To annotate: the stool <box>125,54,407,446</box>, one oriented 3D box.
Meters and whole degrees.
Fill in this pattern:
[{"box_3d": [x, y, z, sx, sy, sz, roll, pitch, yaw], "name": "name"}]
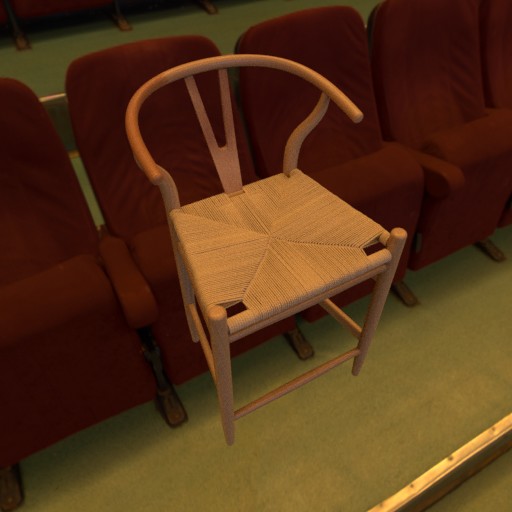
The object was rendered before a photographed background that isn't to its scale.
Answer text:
[{"box_3d": [0.000, 0.000, 1.277, 0.536, 0.923, 0.575, -22, 50, -20], "name": "stool"}]
